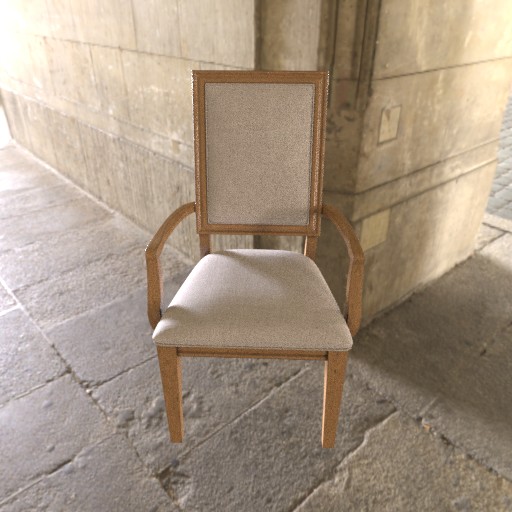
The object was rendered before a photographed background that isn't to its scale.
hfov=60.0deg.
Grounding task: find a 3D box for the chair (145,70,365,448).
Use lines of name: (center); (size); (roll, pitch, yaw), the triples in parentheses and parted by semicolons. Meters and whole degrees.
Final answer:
chair: (0.000, 0.000, 1.364); (0.606, 0.990, 0.602); (1, 30, 2)
